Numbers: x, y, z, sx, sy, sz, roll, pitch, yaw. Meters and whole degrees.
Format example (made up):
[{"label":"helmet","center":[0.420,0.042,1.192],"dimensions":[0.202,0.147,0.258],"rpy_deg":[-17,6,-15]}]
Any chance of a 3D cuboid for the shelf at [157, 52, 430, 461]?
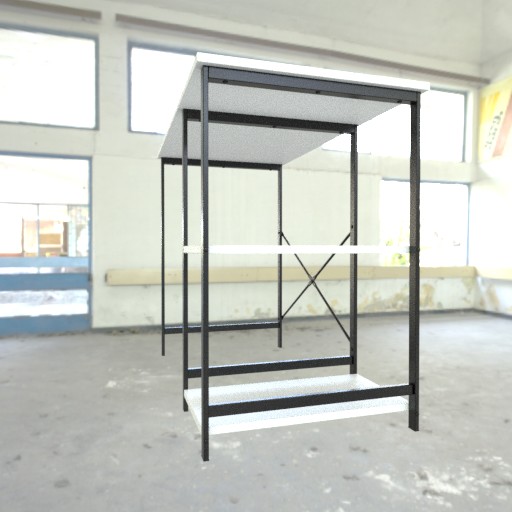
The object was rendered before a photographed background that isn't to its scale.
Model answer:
[{"label":"shelf","center":[0.000,0.000,1.307],"dimensions":[0.498,0.750,0.902],"rpy_deg":[0,1,-17]}]
